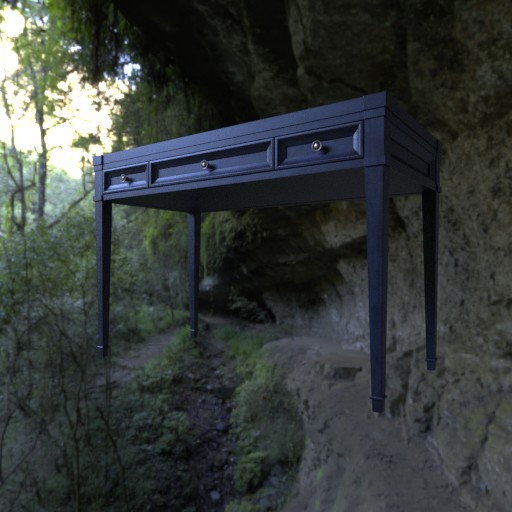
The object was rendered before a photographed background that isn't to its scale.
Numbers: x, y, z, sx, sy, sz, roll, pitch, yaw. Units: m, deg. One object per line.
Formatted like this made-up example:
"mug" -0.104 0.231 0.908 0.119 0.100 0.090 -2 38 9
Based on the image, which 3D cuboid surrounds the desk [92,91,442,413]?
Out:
"desk" 0.000 0.000 1.796 1.289 0.861 0.630 0 -1 35
